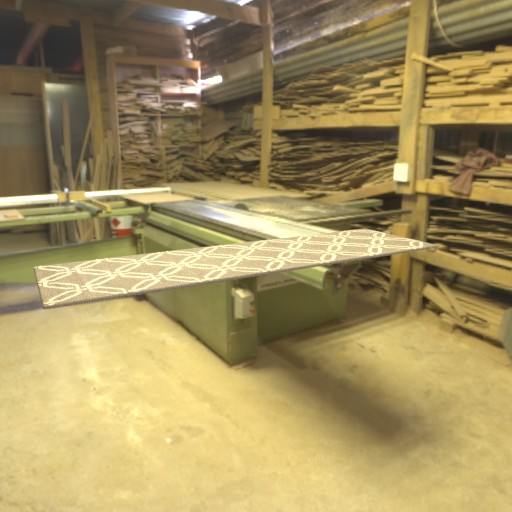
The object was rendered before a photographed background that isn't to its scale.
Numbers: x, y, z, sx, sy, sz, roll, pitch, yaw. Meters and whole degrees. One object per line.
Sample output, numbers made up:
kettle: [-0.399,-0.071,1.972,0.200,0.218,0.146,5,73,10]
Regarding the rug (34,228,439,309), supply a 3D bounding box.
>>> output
rug: [0.000,0.000,2.554,2.276,0.014,0.678,-8,16,-28]
